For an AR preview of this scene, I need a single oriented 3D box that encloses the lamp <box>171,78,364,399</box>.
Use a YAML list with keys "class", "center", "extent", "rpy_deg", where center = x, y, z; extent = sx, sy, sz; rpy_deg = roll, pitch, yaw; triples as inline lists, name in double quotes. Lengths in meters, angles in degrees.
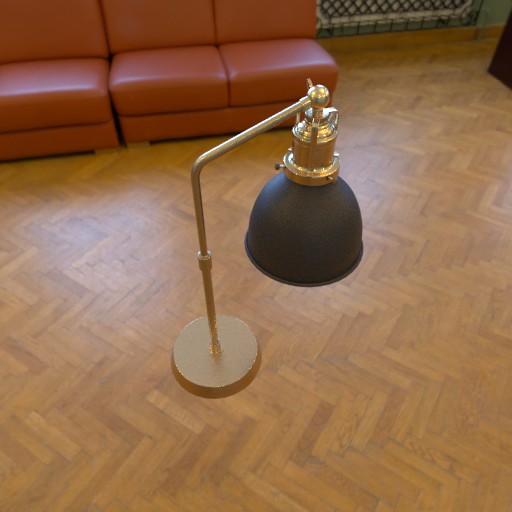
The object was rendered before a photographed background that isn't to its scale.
- class: "lamp"
  center: [0.000, 0.000, 0.596]
  extent: [0.291, 0.456, 0.160]
  rpy_deg: [-10, 47, -9]
